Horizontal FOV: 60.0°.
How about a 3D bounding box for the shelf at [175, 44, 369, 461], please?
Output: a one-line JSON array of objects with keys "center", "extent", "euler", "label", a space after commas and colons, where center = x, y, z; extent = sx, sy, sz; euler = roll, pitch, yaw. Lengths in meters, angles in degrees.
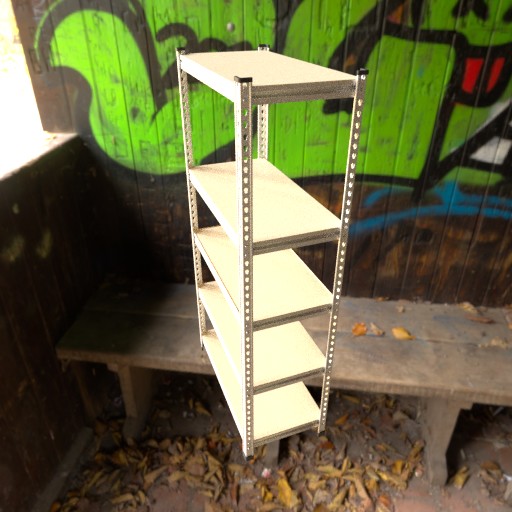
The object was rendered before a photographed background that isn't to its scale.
[{"center": [0.000, 0.000, 2.217], "extent": [0.457, 1.829, 0.914], "euler": [-11, 32, -18], "label": "shelf"}]
